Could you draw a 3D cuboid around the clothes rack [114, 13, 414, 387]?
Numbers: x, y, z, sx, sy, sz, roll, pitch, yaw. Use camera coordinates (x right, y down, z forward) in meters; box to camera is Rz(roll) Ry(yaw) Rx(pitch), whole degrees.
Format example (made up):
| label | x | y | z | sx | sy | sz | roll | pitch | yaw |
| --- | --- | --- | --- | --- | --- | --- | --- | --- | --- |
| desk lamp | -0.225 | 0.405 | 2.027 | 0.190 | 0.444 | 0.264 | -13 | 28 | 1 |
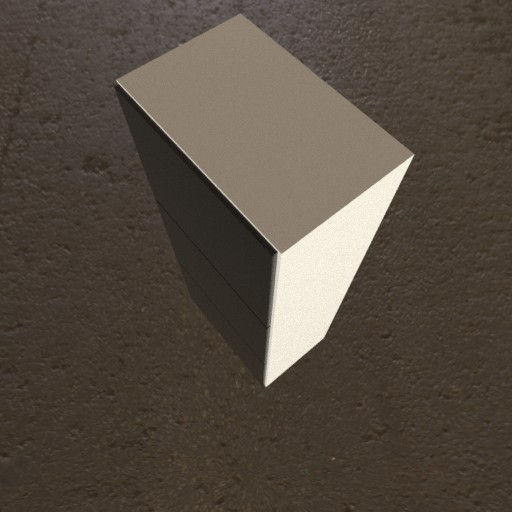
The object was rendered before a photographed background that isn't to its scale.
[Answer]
| label | x | y | z | sx | sy | sz | roll | pitch | yaw |
| --- | --- | --- | --- | --- | --- | --- | --- | --- | --- |
| clothes rack | 0.000 | 0.000 | 1.367 | 0.330 | 1.187 | 0.500 | -36 | 69 | -16 |
